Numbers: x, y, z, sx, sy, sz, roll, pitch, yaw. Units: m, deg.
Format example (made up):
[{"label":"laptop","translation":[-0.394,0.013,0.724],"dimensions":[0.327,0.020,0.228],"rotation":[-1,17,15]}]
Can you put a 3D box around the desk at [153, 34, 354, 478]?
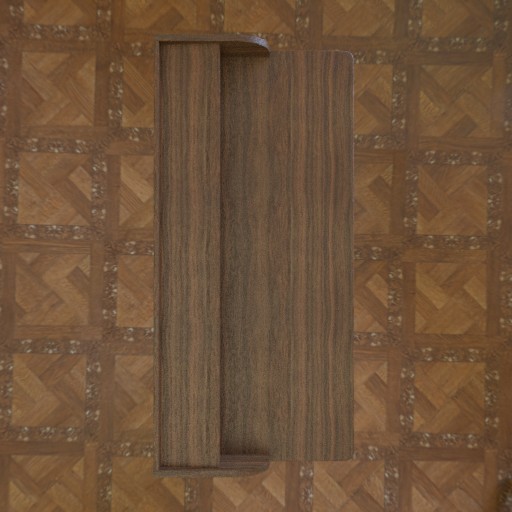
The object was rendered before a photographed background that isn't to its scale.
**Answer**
[{"label":"desk","translation":[0.000,0.000,1.624],"dimensions":[0.565,0.854,1.200],"rotation":[0,90,-1]}]
